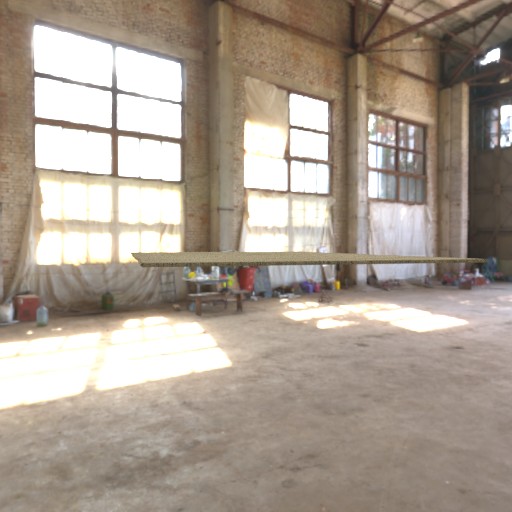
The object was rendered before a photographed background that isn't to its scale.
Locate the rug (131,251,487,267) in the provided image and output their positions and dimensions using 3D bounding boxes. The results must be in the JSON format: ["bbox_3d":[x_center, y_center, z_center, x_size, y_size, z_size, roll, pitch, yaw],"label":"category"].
[{"bbox_3d":[0.000,0.000,2.325,1.243,0.014,1.846,0,2,-17],"label":"rug"}]
